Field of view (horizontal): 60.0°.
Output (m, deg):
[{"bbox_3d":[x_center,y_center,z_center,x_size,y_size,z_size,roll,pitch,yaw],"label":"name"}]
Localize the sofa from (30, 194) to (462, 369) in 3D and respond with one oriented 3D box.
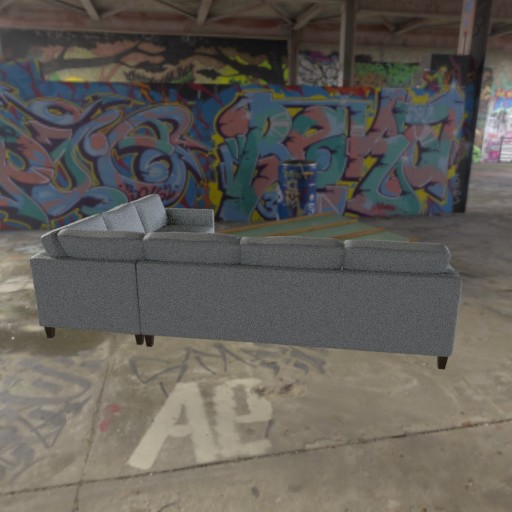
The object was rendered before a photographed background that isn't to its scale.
[{"bbox_3d":[0.000,0.000,4.526,3.333,0.934,2.522,2,16,9],"label":"sofa"}]
